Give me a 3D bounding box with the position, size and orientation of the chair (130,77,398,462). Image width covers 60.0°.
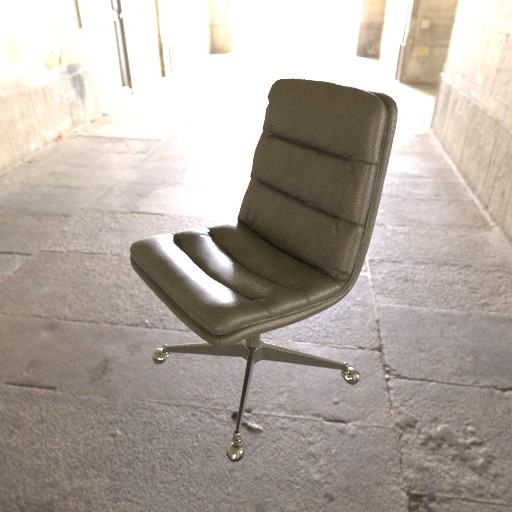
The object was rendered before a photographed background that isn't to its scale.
[{"bbox_3d":[0.000,0.000,1.045,0.485,0.738,0.422,-21,37,-32],"label":"chair"}]
